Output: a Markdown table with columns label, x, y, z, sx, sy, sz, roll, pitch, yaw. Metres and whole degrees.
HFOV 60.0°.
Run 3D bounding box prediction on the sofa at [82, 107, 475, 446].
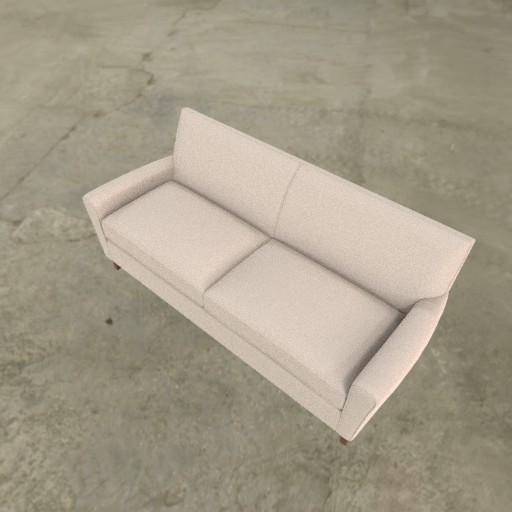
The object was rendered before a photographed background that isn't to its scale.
| label | x | y | z | sx | sy | sz | roll | pitch | yaw |
| --- | --- | --- | --- | --- | --- | --- | --- | --- | --- |
| sofa | 0.000 | 0.000 | 2.516 | 2.000 | 0.846 | 0.875 | 32 | 54 | 27 |
